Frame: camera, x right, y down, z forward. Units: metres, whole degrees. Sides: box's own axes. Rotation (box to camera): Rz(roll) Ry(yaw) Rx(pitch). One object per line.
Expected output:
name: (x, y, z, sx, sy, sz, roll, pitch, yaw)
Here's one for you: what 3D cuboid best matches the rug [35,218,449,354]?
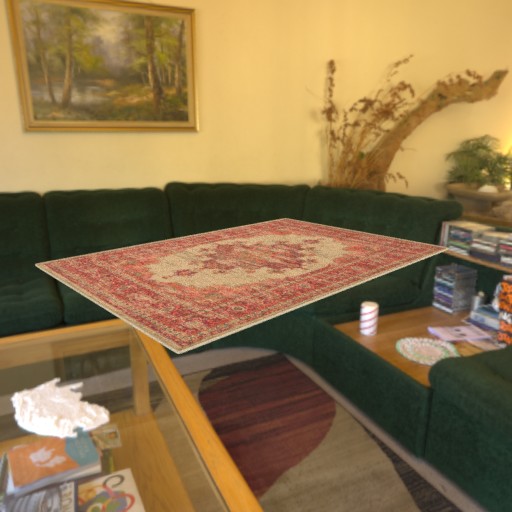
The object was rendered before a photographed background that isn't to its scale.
rug: (0.000, 0.000, 2.881, 2.232, 0.011, 1.555, -14, 21, -41)
